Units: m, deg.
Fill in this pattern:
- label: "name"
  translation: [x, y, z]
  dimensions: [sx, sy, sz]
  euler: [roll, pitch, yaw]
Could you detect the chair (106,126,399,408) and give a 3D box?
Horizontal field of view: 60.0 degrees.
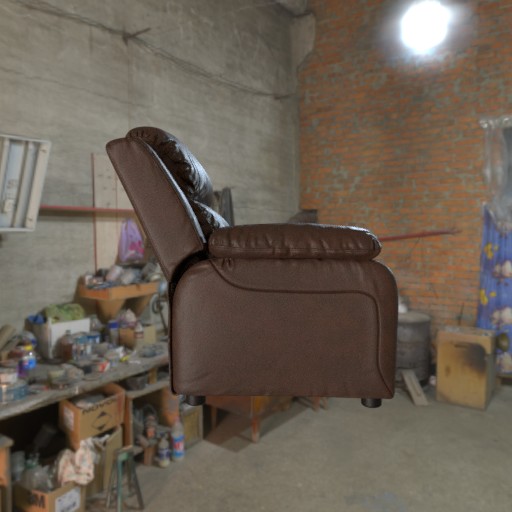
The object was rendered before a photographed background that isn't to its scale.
- label: "chair"
  translation: [0.000, 0.000, 1.315]
  dimensions: [0.707, 0.702, 0.680]
  euler: [0, 2, 0]
